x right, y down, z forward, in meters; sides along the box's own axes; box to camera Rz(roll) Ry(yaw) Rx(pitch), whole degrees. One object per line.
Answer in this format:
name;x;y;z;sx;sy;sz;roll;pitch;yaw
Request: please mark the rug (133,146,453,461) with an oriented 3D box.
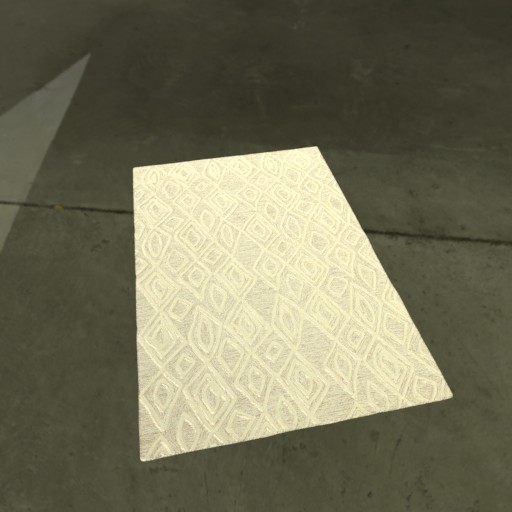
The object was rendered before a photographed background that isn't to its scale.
rug;0.000;0.000;2.284;1.224;0.016;1.832;-8;47;-8
